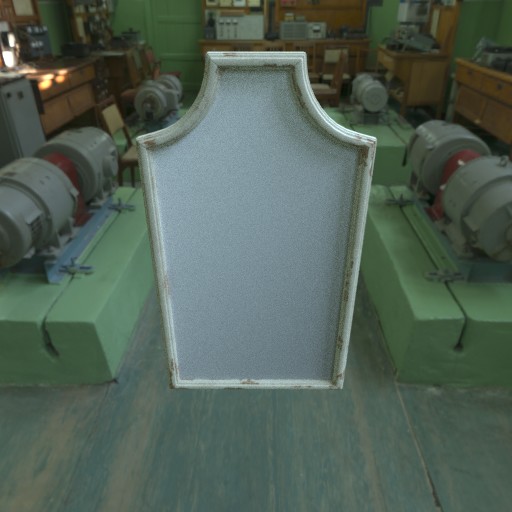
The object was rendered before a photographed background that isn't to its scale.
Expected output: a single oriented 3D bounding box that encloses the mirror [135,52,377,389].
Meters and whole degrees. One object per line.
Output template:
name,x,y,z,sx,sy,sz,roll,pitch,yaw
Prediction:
mirror,0.000,0.000,0.856,0.403,0.717,0.022,0,30,0
